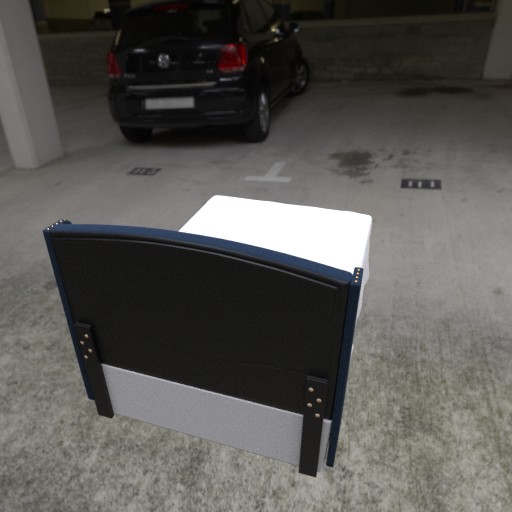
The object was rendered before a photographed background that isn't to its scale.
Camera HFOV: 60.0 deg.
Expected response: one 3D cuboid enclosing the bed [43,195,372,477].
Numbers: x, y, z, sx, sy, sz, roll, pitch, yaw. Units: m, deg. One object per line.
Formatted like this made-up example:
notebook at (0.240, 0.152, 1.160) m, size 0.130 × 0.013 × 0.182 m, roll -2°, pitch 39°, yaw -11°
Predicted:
bed at (0.000, 0.000, 3.231) m, size 1.604 × 1.402 × 2.223 m, roll 9°, pitch 33°, yaw 15°
